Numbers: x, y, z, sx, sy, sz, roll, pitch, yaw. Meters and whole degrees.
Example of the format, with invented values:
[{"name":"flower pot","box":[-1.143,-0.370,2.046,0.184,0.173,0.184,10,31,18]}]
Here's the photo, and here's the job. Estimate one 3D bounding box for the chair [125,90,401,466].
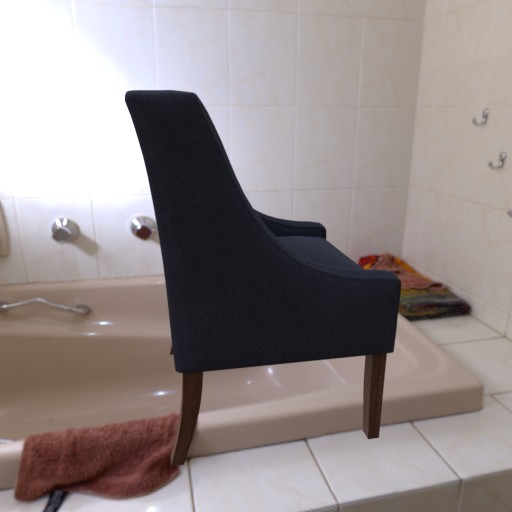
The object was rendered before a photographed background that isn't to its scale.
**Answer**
[{"name":"chair","box":[0.000,0.000,1.310,0.629,0.895,0.629,-3,17,-10]}]
